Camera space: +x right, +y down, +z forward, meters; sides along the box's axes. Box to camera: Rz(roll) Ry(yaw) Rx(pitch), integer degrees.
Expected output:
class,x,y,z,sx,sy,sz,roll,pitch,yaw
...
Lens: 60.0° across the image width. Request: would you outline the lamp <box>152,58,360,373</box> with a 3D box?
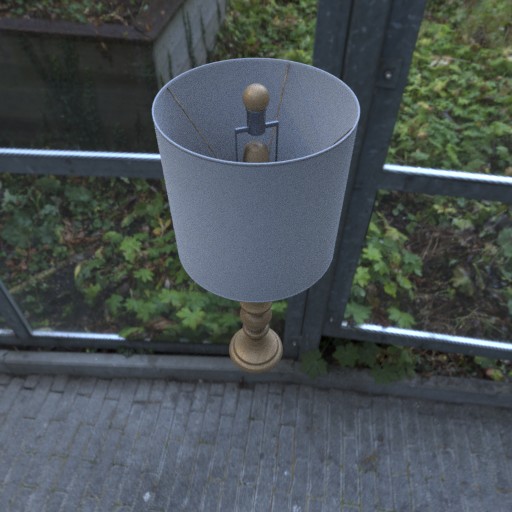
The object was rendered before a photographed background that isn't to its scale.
class,x,y,z,sx,sy,sz,roll,pitch,yaw
lamp,0.000,0.000,0.743,0.250,0.597,0.250,16,50,15
